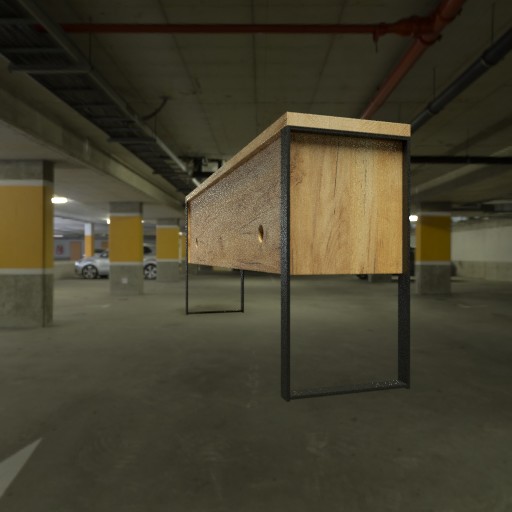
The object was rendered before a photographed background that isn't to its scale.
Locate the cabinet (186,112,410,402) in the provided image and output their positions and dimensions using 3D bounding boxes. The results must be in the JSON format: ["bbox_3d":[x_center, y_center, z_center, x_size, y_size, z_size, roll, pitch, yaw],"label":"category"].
[{"bbox_3d":[0.000,0.000,2.082,0.395,0.762,1.800,0,0,-17],"label":"cabinet"}]
